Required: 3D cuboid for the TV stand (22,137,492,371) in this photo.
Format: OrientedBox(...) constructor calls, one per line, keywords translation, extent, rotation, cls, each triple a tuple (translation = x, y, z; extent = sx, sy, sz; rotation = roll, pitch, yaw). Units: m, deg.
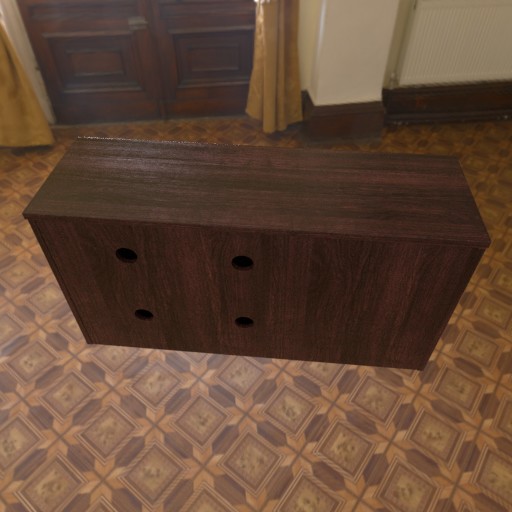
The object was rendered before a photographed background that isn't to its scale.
OrientedBox(translation=(0.000, 0.000, 1.478), extent=(1.192, 0.614, 0.404), rotation=(4, 45, 4), cls="TV stand")
